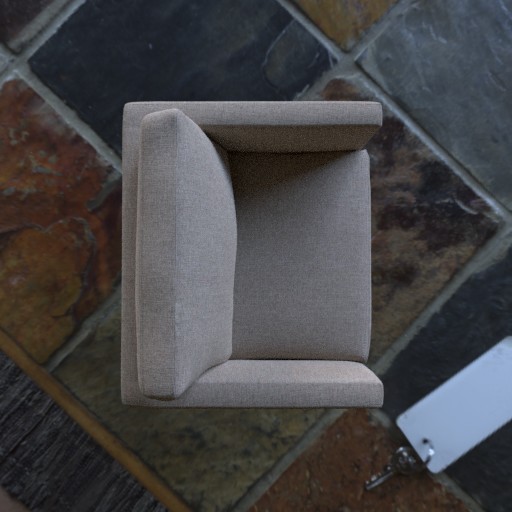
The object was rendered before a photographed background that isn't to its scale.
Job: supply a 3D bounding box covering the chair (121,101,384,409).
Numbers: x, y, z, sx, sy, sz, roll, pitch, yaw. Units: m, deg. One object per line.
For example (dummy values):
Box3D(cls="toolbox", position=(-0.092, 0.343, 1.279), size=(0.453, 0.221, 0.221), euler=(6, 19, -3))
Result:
Box3D(cls="chair", position=(0.000, 0.000, 1.841), size=(0.959, 0.987, 1.107), euler=(0, 89, 1))
